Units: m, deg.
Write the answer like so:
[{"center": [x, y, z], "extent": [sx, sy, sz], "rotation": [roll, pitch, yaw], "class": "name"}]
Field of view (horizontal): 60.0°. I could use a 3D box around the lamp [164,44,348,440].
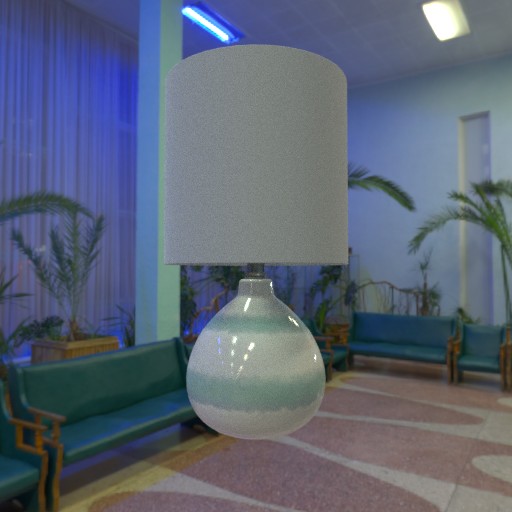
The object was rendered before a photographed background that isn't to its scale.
[{"center": [0.000, 0.000, 0.531], "extent": [0.217, 0.404, 0.217], "rotation": [-1, -2, 37], "class": "lamp"}]
